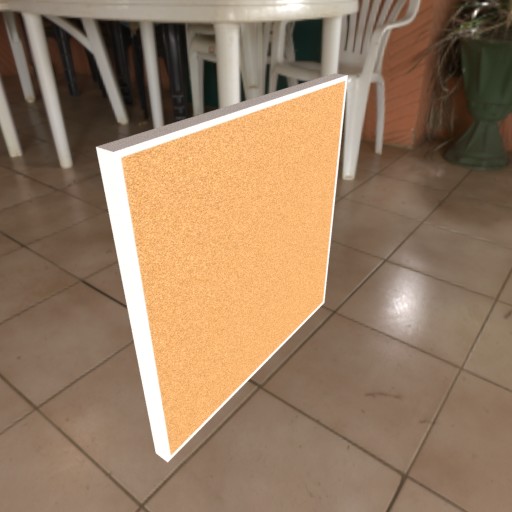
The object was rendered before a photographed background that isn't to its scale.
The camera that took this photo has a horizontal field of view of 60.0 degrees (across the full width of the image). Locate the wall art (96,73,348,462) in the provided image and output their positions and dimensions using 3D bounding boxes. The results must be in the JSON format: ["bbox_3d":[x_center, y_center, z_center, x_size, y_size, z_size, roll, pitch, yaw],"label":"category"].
[{"bbox_3d":[0.000,0.000,1.131,0.041,0.765,0.768,21,38,30],"label":"wall art"}]
